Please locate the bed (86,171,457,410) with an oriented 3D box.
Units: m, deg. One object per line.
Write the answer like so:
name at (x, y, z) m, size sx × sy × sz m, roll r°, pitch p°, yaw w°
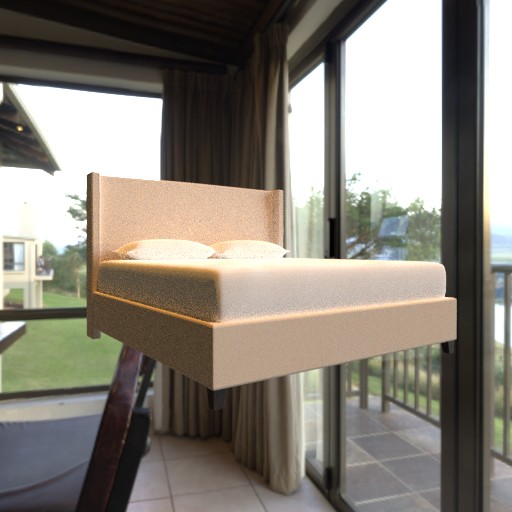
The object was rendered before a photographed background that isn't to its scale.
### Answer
bed at (0.000, 0.000, 3.690) m, size 2.145 × 1.471 × 2.293 m, roll -1°, pitch 1°, yaw -35°
